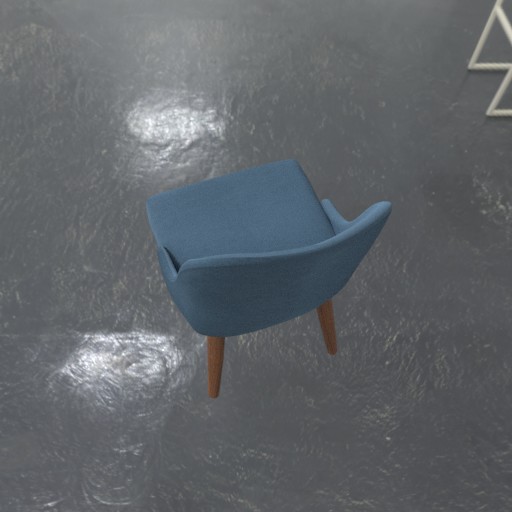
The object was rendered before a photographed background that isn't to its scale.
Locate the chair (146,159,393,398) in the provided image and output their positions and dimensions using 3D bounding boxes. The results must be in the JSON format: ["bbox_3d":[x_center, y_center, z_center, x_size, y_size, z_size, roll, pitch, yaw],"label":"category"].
[{"bbox_3d":[0.000,0.000,1.202,0.503,0.882,0.589,-17,59,-11],"label":"chair"}]
